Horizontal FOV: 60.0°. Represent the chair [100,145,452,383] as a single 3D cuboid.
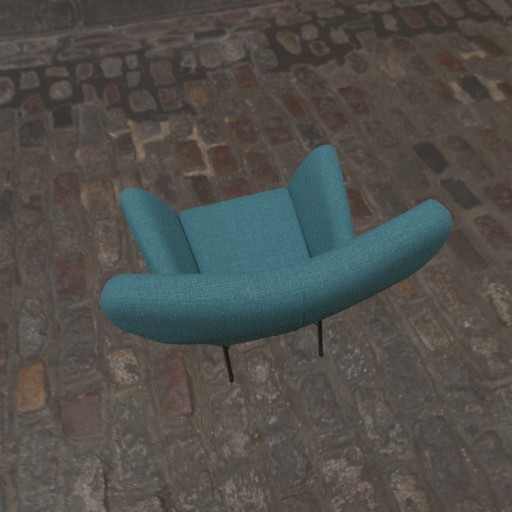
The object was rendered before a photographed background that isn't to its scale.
[{"bbox_3d":[0.000,0.000,1.782,1.050,0.980,0.900,-14,59,-9],"label":"chair"}]
